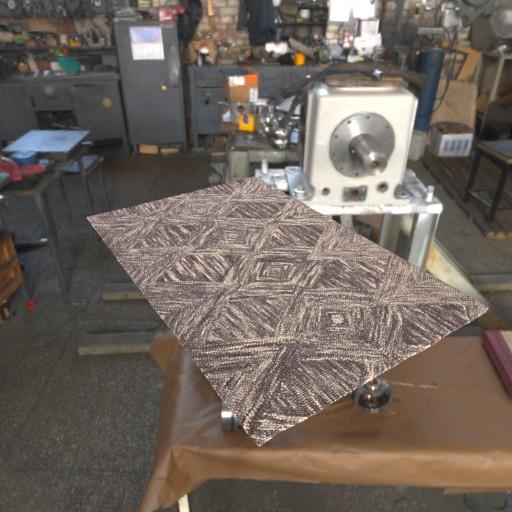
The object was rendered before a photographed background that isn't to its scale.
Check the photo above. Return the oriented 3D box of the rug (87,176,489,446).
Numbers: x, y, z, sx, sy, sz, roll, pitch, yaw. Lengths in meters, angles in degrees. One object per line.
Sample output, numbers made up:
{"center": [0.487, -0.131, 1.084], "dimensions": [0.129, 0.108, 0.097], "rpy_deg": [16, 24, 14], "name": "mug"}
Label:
{"center": [0.000, 0.000, 2.234], "dimensions": [1.186, 0.012, 1.814], "rpy_deg": [-19, 36, -28], "name": "rug"}
